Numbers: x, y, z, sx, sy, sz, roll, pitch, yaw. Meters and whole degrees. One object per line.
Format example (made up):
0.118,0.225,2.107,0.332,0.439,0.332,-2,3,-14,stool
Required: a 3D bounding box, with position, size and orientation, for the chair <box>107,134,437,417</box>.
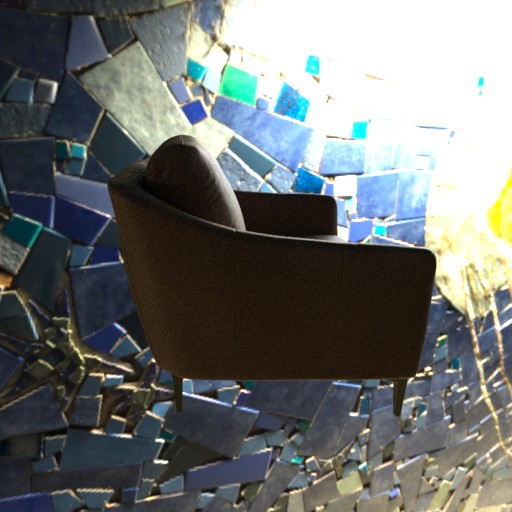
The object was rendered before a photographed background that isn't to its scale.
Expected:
0.000,0.000,1.714,0.963,0.895,0.988,-2,17,-8,chair
